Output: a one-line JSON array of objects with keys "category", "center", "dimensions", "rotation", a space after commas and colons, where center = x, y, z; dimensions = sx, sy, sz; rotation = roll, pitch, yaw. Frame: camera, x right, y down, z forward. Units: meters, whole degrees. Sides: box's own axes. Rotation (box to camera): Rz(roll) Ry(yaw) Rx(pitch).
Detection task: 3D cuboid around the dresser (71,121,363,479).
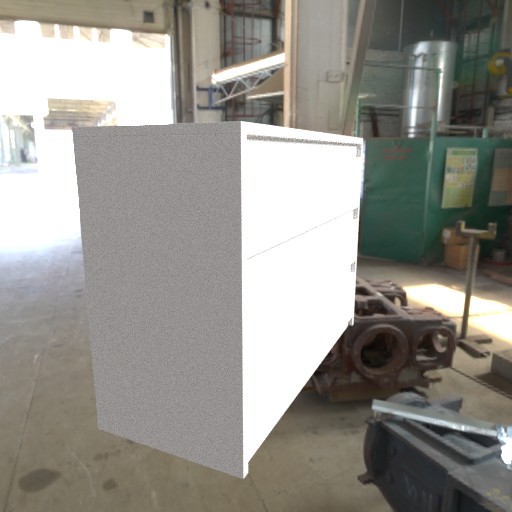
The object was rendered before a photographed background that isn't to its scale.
[{"category": "dresser", "center": [0.000, 0.000, 1.546], "dimensions": [0.460, 0.820, 1.100], "rotation": [6, 14, 25]}]
